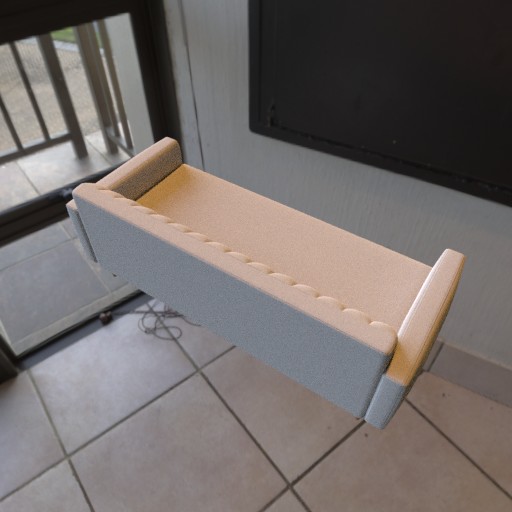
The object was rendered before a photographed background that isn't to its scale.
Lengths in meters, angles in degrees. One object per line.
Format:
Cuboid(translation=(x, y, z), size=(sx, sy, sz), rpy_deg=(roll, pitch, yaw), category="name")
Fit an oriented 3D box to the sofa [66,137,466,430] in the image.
Cuboid(translation=(0.000, 0.000, 2.802), size=(2.291, 0.821, 0.990), rpy_deg=(26, 52, 22), category="sofa")
